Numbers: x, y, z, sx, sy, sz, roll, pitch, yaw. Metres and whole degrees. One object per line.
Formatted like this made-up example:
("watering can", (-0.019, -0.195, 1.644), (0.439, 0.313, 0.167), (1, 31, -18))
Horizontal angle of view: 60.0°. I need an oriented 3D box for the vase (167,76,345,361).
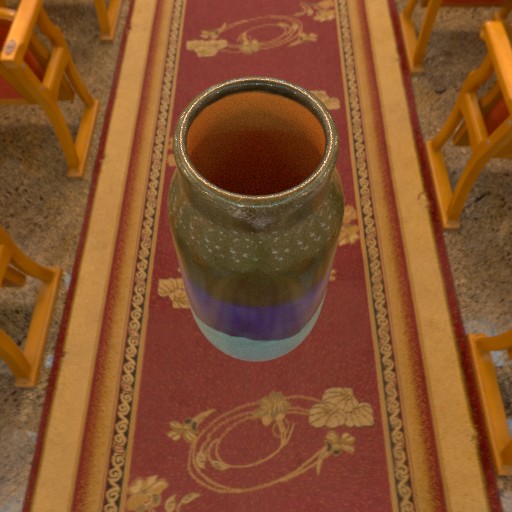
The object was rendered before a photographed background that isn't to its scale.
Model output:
("vase", (0.000, 0.000, 0.385), (0.139, 0.313, 0.139), (0, 65, 0))
